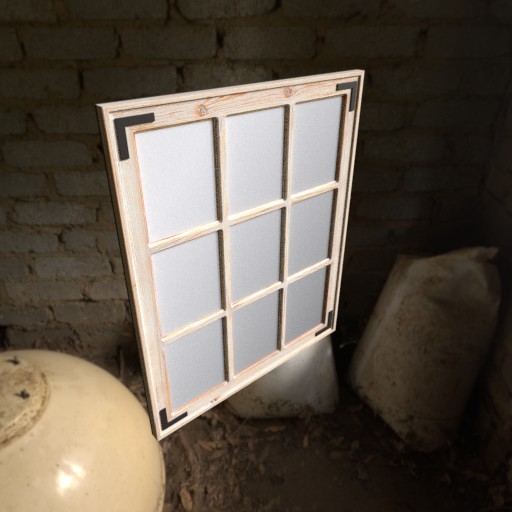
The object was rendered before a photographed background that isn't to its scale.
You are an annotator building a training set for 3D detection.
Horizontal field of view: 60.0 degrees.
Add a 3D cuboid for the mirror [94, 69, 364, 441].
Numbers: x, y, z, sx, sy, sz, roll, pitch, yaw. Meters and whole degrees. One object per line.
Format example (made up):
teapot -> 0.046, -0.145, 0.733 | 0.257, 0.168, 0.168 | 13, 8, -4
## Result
mirror -> 0.000, 0.000, 1.205 | 0.730, 0.882, 0.032 | -23, 37, -34
